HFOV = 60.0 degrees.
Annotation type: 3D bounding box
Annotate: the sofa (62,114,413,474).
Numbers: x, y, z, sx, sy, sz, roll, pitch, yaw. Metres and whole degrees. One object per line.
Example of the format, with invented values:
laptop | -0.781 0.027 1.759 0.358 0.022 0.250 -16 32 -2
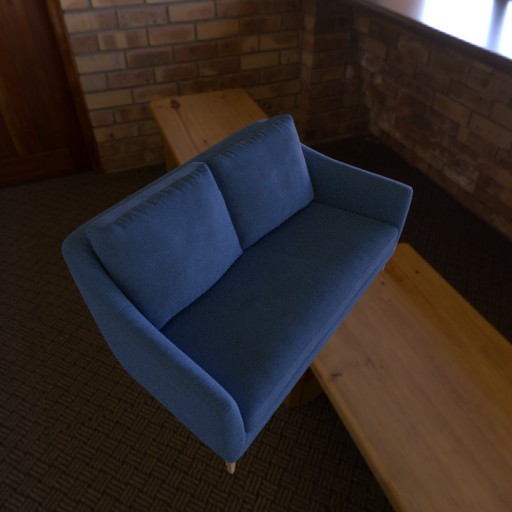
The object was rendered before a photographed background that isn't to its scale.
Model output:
sofa | 0.000 0.000 2.195 0.960 0.902 1.619 26 48 26
